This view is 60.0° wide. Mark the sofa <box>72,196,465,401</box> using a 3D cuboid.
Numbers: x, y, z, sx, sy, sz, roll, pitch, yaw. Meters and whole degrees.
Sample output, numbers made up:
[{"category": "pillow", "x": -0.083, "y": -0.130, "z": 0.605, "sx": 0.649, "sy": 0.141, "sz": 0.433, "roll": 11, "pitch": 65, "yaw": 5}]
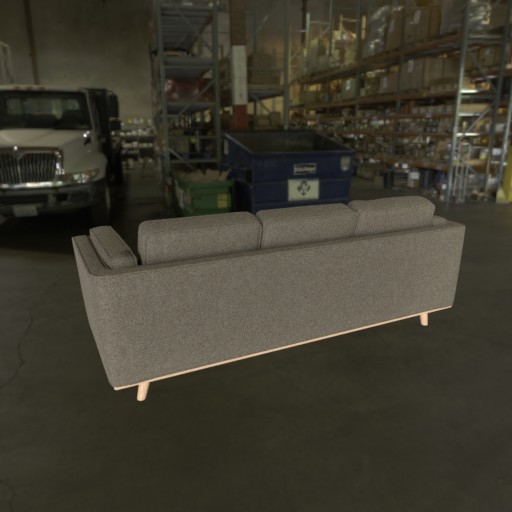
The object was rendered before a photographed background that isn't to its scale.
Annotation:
[{"category": "sofa", "x": 0.000, "y": 0.000, "z": 3.193, "sx": 2.411, "sy": 0.929, "sz": 1.604, "roll": -8, "pitch": 18, "yaw": -26}]
